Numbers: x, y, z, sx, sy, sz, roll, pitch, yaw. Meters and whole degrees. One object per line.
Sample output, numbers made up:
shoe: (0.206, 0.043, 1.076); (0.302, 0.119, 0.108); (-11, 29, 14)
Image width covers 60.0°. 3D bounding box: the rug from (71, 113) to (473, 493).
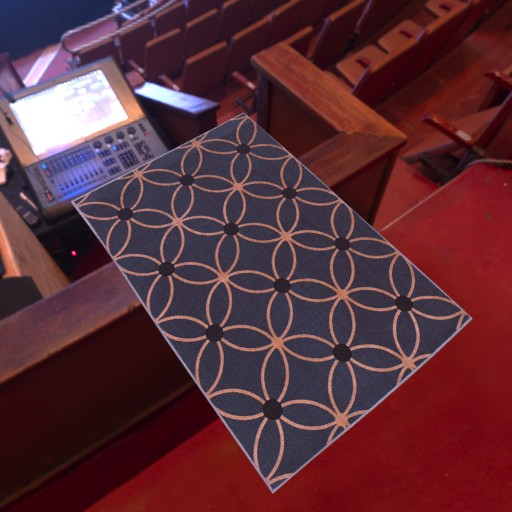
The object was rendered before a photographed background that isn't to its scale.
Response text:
rug: (0.000, 0.000, 2.865); (1.522, 0.008, 2.284); (-33, 64, -19)
